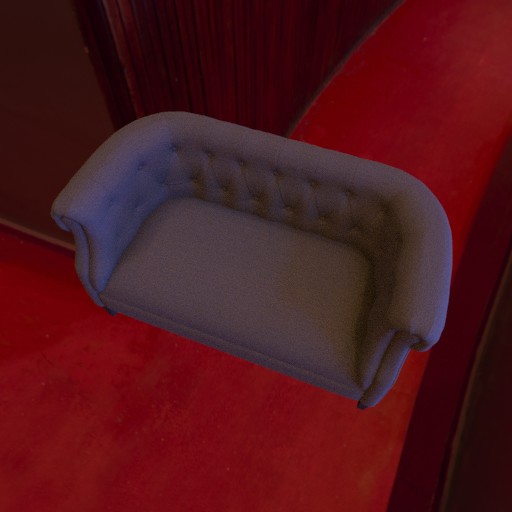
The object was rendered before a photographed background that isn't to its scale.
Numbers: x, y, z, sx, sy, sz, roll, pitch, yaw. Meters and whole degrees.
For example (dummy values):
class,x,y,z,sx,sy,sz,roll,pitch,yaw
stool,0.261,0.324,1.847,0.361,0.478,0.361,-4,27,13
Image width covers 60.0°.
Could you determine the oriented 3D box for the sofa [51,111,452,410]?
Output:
class,x,y,z,sx,sy,sz,roll,pitch,yaw
sofa,0.000,0.000,2.059,1.558,0.827,0.835,18,60,11
